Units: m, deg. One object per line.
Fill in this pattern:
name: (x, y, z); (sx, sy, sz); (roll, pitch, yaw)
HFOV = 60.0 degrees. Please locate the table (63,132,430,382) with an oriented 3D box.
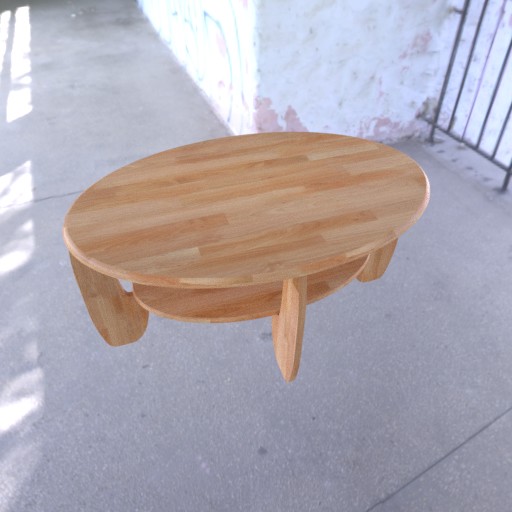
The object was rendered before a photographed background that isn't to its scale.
table: (0.000, 0.000, 1.382); (1.040, 0.490, 0.690); (-13, 43, -14)
